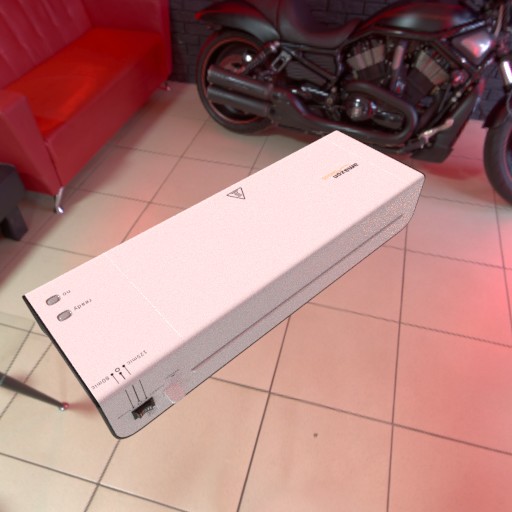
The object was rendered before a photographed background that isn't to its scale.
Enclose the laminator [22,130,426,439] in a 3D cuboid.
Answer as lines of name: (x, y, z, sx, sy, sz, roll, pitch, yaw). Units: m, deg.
laminator: (0.000, 0.000, 0.384, 0.340, 0.062, 0.123, -33, 54, -28)
